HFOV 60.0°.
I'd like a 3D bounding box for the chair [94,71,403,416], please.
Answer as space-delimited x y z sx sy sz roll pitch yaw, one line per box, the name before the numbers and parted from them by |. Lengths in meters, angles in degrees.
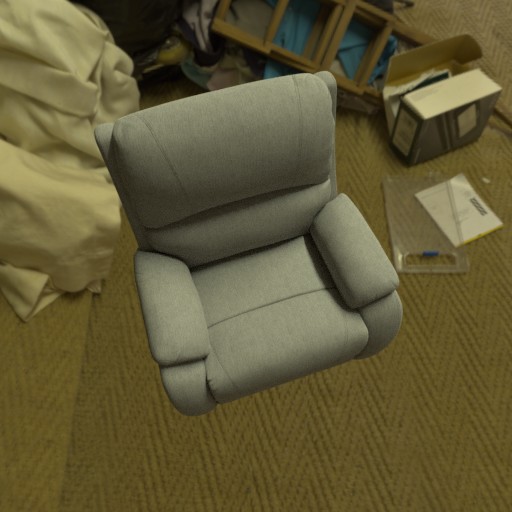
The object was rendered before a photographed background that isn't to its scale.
chair | 0.000 0.000 1.715 0.930 1.011 0.899 -17 64 -8
